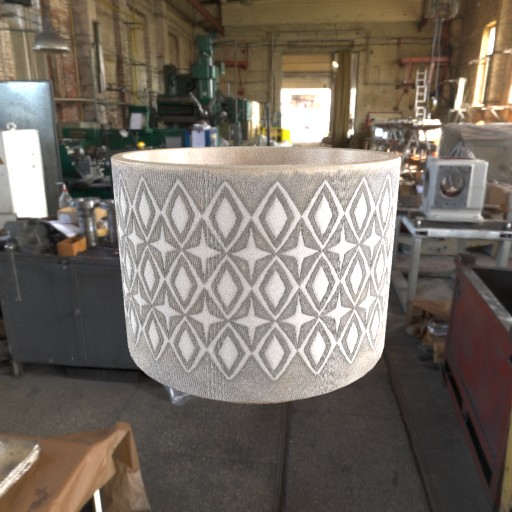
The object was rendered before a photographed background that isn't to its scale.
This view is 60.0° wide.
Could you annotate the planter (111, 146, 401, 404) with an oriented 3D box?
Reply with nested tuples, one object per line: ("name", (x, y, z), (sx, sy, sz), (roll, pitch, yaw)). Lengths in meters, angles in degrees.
("planter", (0.000, 0.000, 0.281), (0.164, 0.127, 0.164), (0, 17, 0))
